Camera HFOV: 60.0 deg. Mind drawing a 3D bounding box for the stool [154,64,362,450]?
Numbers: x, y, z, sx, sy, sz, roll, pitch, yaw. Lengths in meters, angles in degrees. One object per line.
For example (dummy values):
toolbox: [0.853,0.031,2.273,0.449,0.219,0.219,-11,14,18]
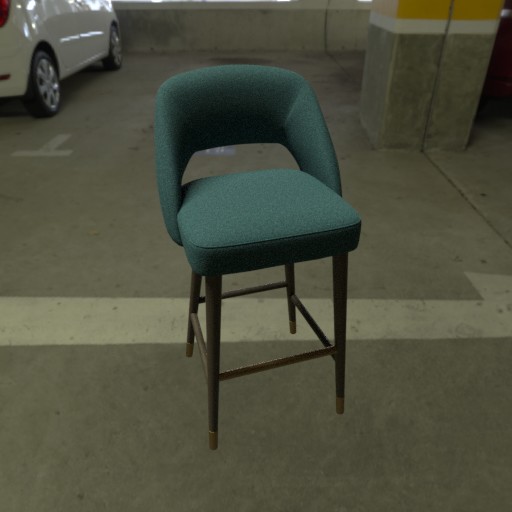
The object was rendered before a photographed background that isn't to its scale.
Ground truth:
stool: [0.000,0.000,1.373,0.536,1.032,0.522,-10,33,-15]
